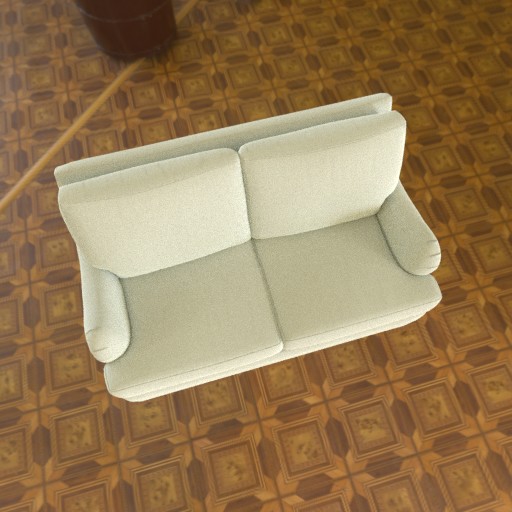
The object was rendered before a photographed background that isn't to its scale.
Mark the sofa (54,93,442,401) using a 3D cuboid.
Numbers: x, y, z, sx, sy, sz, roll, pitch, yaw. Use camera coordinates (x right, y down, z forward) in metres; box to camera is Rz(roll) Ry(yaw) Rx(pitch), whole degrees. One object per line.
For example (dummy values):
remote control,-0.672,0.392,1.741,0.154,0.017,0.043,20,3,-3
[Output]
sofa,0.000,0.000,2.468,1.853,1.101,1.084,-15,66,-7
